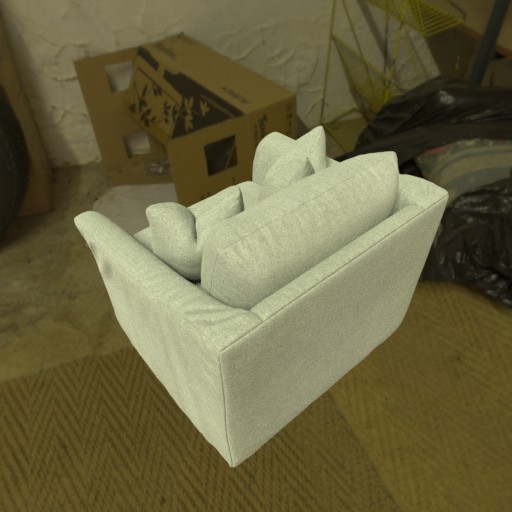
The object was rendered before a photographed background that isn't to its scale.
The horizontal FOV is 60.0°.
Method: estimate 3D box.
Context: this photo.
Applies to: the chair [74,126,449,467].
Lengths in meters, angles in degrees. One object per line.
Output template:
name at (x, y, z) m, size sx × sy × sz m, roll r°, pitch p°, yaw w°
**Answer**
chair at (0.000, 0.000, 2.037) m, size 1.194 × 1.059 × 1.071 m, roll -31°, pitch 52°, yaw -28°
